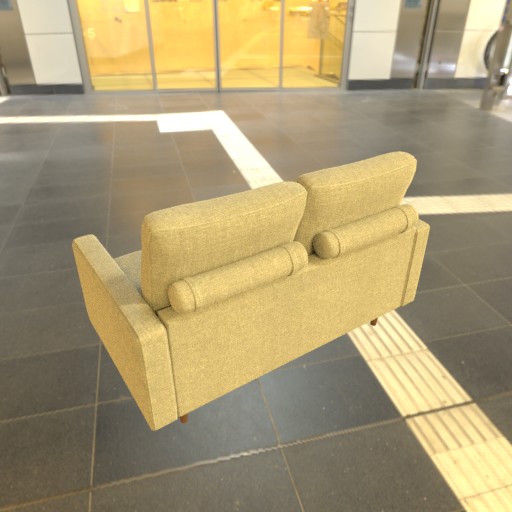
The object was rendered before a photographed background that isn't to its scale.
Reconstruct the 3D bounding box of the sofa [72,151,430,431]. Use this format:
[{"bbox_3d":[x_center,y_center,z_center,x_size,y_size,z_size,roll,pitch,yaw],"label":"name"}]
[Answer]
[{"bbox_3d":[0.000,0.000,2.017,1.407,0.907,0.842,-19,35,-29],"label":"sofa"}]
